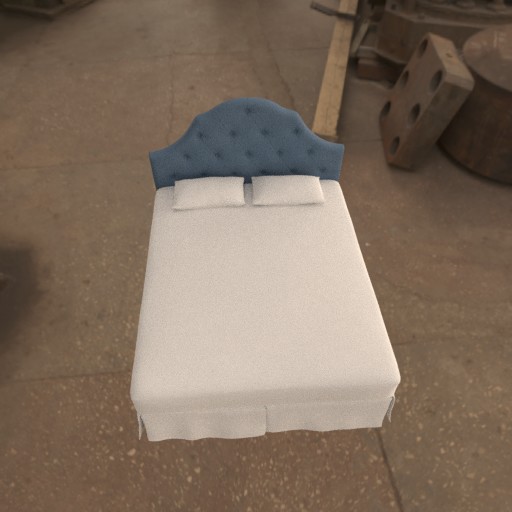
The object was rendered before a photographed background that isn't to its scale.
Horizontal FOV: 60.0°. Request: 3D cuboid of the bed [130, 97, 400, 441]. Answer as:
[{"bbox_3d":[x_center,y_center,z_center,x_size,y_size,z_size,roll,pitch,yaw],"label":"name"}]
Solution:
[{"bbox_3d":[0.000,0.000,3.799,2.039,1.617,2.477,-3,47,-3],"label":"bed"}]
